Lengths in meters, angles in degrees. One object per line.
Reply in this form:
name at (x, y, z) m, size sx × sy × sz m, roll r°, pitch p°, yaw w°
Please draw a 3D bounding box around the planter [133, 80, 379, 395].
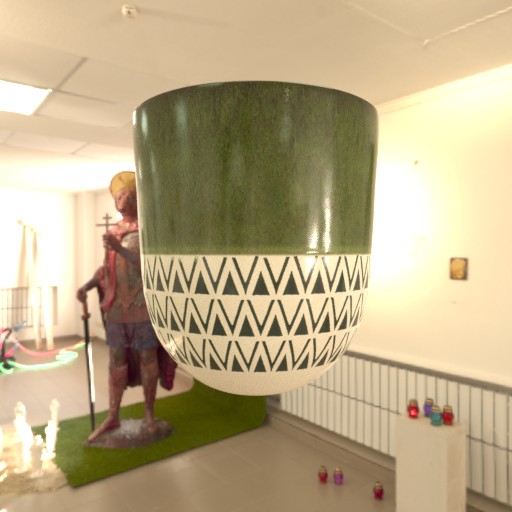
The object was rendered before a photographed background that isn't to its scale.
planter at (0.000, 0.000, 0.459) m, size 0.245 × 0.270 × 0.245 m, roll 0°, pitch 1°, yaw 0°
